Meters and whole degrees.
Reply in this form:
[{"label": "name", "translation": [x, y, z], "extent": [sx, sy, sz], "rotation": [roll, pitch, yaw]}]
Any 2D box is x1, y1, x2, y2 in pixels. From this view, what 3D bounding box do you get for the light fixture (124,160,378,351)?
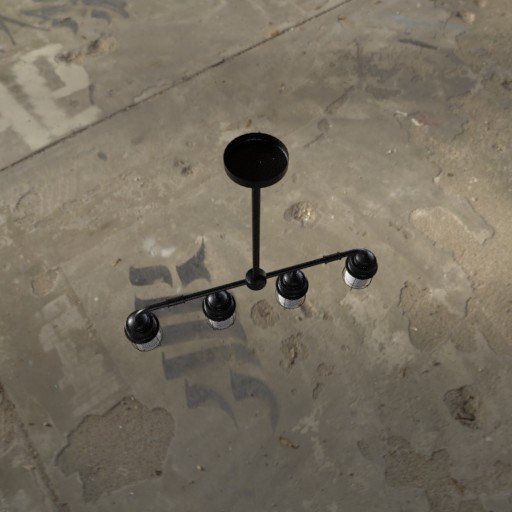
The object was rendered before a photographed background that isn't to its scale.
[{"label": "light fixture", "translation": [0.000, 0.000, 1.220], "extent": [0.852, 0.785, 0.131], "rotation": [-15, 61, -9]}]
